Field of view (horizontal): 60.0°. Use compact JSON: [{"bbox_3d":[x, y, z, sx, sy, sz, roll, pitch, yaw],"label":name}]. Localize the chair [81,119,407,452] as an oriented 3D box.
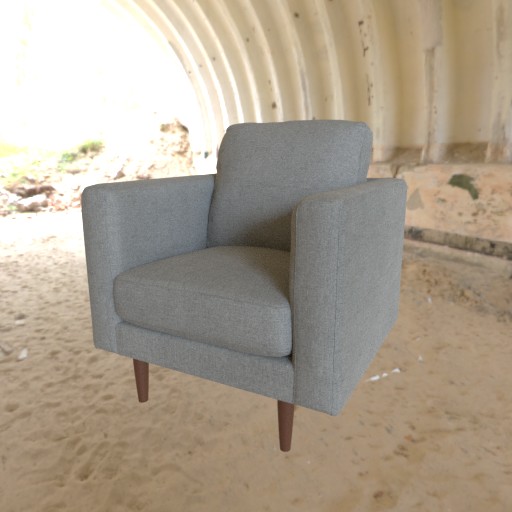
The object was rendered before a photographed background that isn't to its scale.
[{"bbox_3d":[0.000,0.000,1.529,0.855,0.927,0.800,7,15,28],"label":"chair"}]
